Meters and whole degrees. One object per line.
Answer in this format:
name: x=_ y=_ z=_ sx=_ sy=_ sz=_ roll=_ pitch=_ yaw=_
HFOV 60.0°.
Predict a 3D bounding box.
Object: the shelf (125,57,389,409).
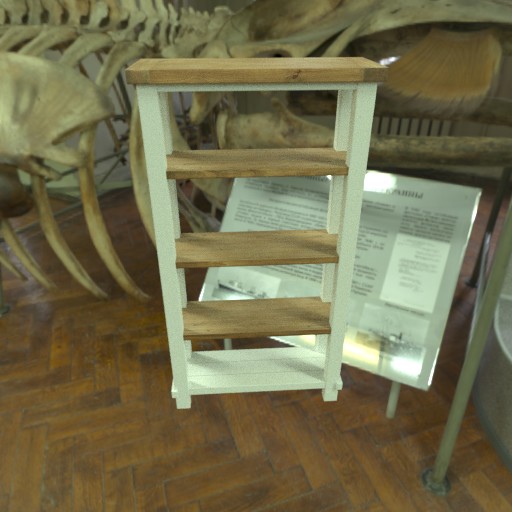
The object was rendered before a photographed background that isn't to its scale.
shelf: x=0.000 y=0.000 z=2.336 sx=1.022 sy=1.878 sz=0.381 roll=-2 pitch=30 yaw=-3
